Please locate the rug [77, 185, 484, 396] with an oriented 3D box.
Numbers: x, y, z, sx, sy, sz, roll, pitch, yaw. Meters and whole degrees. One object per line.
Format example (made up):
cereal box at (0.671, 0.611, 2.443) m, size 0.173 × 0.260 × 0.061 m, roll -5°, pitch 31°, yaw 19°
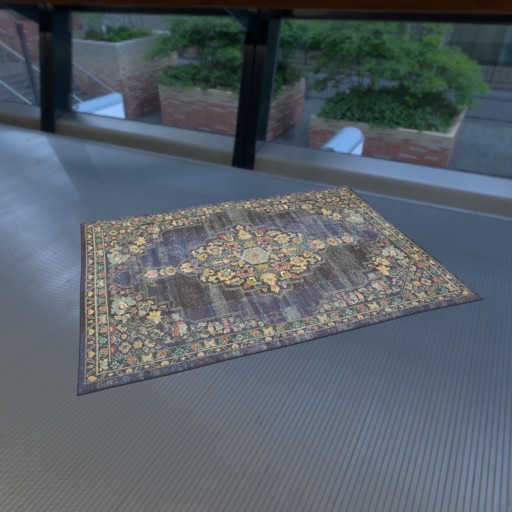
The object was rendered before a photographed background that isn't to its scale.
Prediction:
rug at (0.000, 0.000, 4.754) m, size 3.612 × 0.035 × 2.716 m, roll -10°, pitch 35°, yaw -15°
